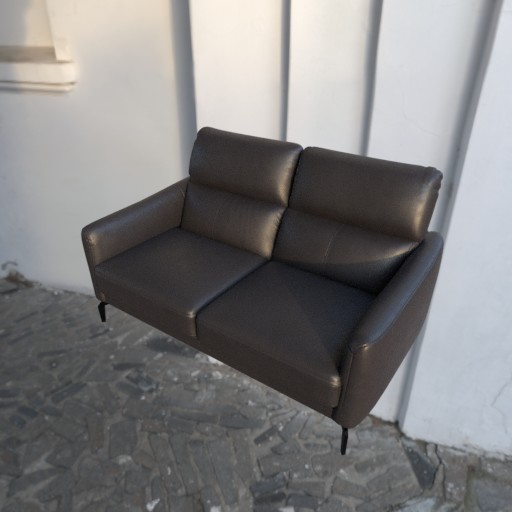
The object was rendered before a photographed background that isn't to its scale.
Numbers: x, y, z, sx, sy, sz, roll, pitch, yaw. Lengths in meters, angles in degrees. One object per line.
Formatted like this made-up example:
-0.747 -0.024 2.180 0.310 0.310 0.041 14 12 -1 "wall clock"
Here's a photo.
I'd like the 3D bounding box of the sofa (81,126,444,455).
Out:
0.000 0.000 2.190 1.596 0.920 0.958 19 35 30 "sofa"
